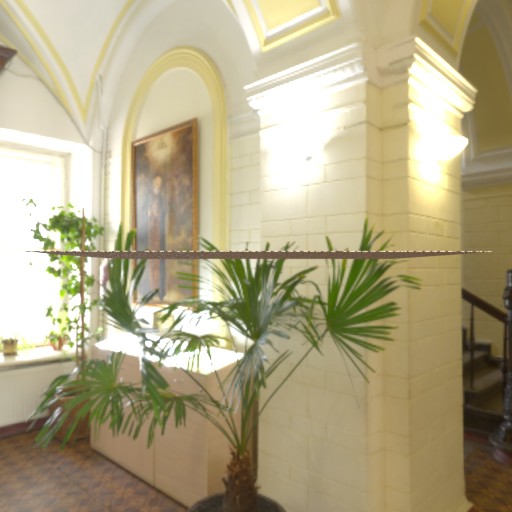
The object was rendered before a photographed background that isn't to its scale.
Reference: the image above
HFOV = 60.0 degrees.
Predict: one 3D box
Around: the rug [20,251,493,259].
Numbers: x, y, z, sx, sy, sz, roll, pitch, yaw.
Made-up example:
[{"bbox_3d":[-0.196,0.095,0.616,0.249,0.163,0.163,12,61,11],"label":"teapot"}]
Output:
[{"bbox_3d":[0.000,0.000,2.218,1.750,0.004,1.177,0,-2,-1],"label":"rug"}]
